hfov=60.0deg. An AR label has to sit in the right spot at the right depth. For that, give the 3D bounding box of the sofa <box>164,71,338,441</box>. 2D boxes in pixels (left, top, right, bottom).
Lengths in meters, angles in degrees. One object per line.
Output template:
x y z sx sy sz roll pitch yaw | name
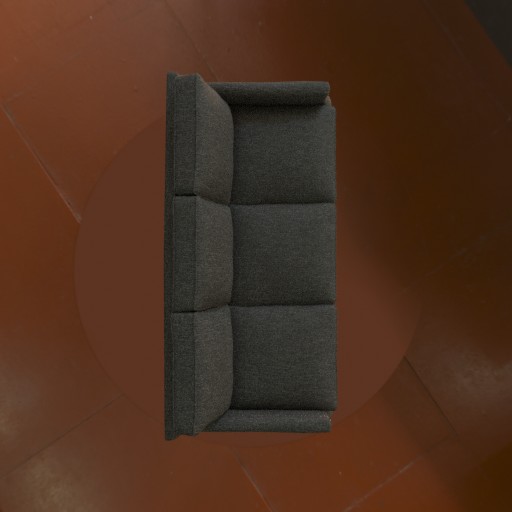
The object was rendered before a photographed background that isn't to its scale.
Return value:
0.000 0.000 2.936 1.084 1.003 2.246 0 88 -1 | sofa
